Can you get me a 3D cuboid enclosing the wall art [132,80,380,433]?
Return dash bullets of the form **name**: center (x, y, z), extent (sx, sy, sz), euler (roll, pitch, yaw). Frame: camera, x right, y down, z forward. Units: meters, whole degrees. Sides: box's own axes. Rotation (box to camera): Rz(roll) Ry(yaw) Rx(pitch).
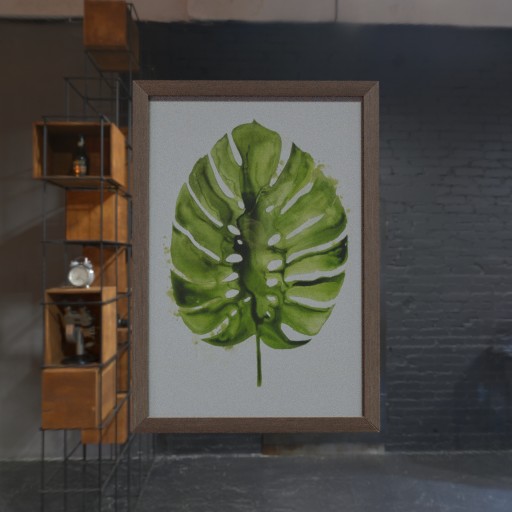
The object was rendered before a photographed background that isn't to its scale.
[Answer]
- **wall art**: center (0.000, 0.000, 0.657), extent (0.358, 0.510, 0.032), euler (0, -1, 0)
